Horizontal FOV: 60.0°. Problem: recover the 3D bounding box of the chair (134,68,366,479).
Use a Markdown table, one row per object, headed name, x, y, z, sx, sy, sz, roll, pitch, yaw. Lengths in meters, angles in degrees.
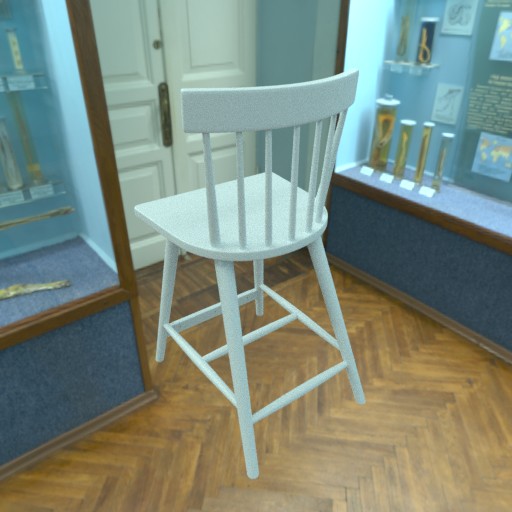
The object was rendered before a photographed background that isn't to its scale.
| name | x | y | z | sx | sy | sz | roll | pitch | yaw |
| --- | --- | --- | --- | --- | --- | --- | --- | --- | --- |
| chair | 0.000 | 0.000 | 1.235 | 0.483 | 0.952 | 0.572 | -20 | 36 | -31 |
